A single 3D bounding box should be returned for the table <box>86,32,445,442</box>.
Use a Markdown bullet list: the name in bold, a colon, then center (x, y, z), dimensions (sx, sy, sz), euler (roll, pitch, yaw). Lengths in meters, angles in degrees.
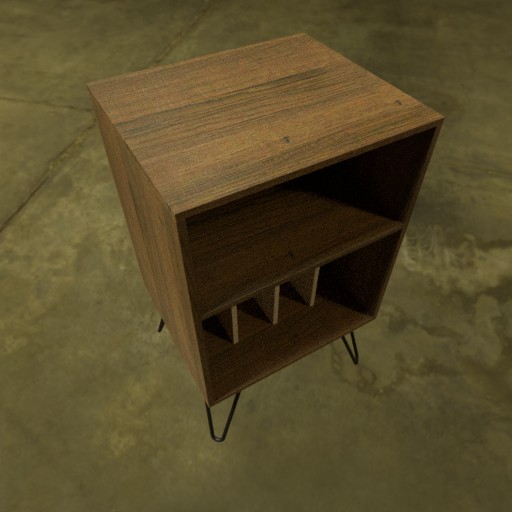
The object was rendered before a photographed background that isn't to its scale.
- **table**: center (0.000, 0.000, 1.150), dimensions (0.526, 0.866, 0.457), euler (-23, 51, -20)
